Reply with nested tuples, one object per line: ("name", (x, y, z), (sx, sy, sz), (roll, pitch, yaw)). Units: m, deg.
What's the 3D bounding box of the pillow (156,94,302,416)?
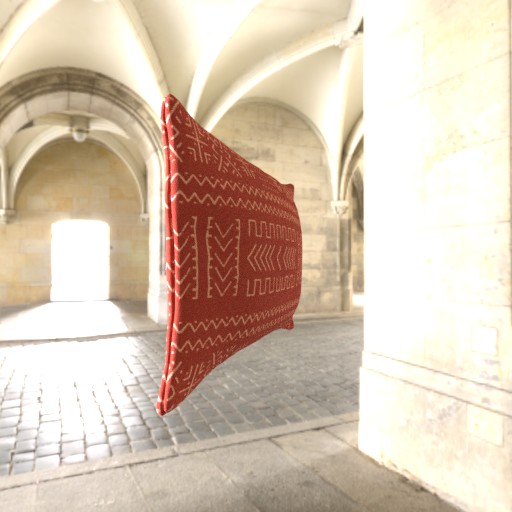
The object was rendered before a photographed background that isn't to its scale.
("pillow", (0.000, 0.000, 0.780), (0.130, 0.352, 0.640), (0, -1, 17))
